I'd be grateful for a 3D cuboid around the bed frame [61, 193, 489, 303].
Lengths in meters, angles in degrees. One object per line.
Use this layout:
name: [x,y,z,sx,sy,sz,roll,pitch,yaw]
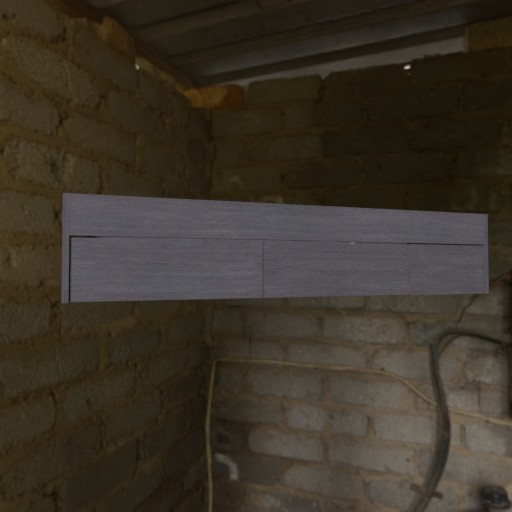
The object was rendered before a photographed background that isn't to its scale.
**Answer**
bed frame: [0.000,0.000,2.575,1.944,0.459,1.448,1,-2,-19]
